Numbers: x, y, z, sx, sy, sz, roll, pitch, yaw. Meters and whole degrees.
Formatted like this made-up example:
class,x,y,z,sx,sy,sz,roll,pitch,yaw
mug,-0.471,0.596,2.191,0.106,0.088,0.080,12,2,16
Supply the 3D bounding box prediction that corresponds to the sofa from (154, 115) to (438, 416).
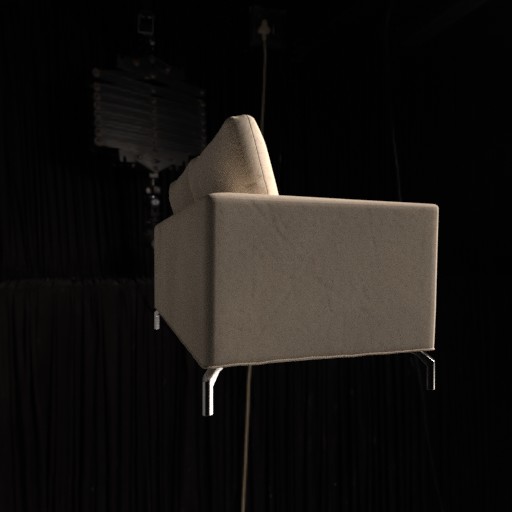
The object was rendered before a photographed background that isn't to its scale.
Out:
class,x,y,z,sx,sy,sz,roll,pitch,yaw
sofa,0.000,0.000,2.335,0.906,0.995,1.739,0,0,-18
